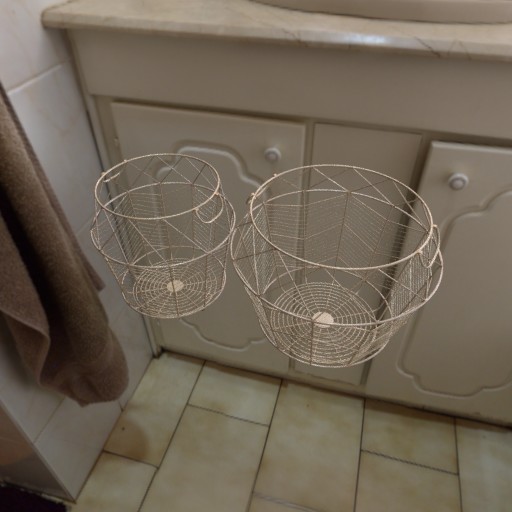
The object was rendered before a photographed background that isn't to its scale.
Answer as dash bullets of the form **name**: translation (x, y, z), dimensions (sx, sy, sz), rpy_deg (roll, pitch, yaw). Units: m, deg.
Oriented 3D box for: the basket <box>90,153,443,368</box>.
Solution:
- **basket**: translation (0.000, 0.000, 1.050), dimensions (0.805, 0.343, 0.451), rpy_deg (11, 42, 13)
